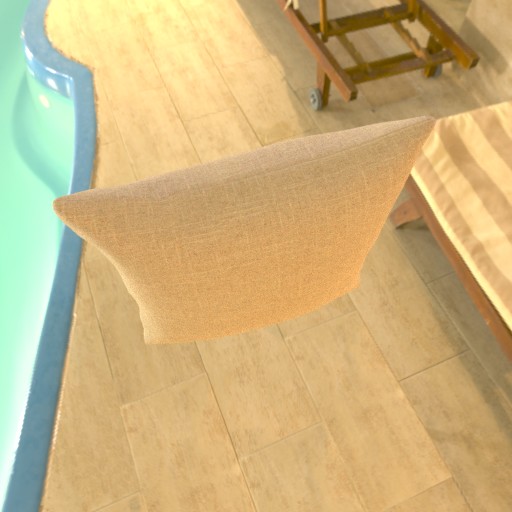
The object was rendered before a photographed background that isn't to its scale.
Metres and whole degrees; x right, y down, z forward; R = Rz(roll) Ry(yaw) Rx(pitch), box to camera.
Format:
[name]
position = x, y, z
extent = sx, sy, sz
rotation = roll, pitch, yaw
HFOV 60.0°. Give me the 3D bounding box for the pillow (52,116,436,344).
[pillow]
position = 0.000, 0.000, 0.627
extent = 0.414, 0.399, 0.173
rotation = -15, 60, -8
